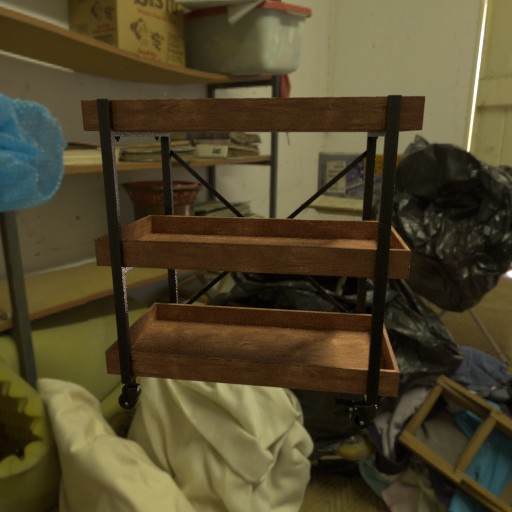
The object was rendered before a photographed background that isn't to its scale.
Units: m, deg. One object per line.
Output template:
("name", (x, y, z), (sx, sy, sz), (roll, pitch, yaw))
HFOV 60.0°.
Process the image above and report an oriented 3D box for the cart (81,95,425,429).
("cart", (0.000, 0.000, 1.230), (0.750, 0.800, 0.411), (2, 15, 8))
